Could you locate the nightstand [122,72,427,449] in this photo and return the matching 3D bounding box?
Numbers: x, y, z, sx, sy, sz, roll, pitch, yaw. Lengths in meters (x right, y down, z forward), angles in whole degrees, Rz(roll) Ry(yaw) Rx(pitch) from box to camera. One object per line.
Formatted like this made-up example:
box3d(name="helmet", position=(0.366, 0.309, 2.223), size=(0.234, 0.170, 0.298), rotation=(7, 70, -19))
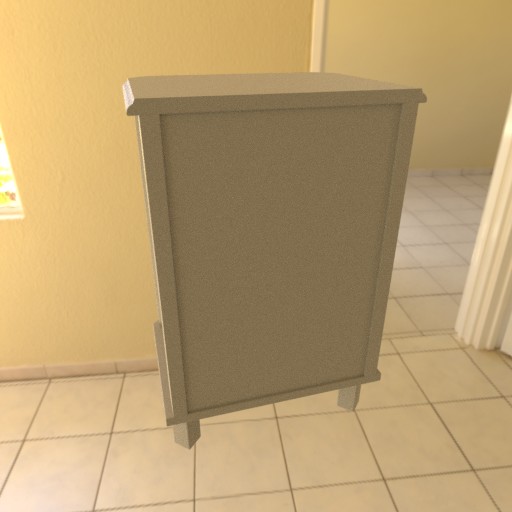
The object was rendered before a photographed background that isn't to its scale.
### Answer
box3d(name="nightstand", position=(0.000, 0.000, 0.925), size=(0.450, 0.680, 0.350), rotation=(-7, 28, -14))
